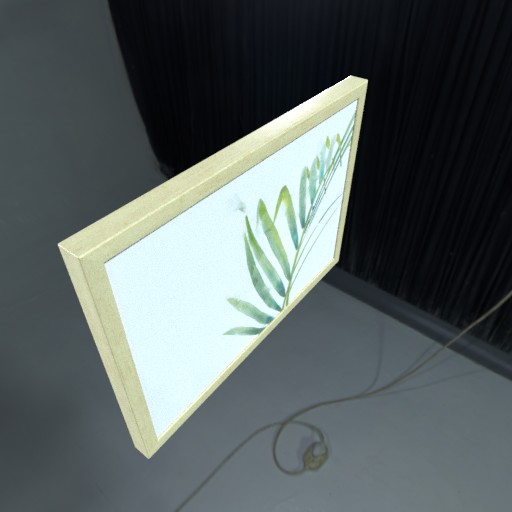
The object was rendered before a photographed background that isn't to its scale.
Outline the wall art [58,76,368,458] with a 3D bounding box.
[{"bbox_3d":[0.000,0.000,0.668,0.032,0.381,0.533,27,48,28],"label":"wall art"}]
